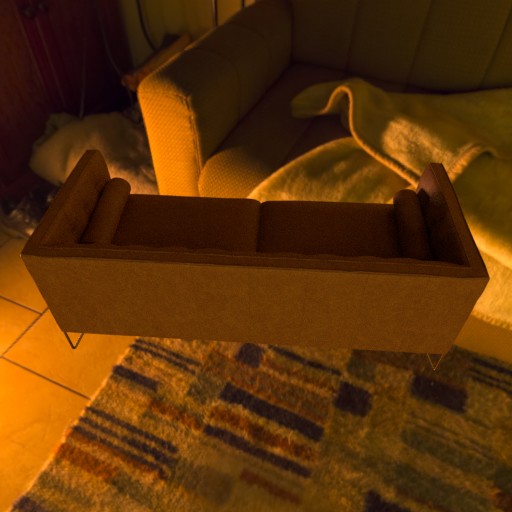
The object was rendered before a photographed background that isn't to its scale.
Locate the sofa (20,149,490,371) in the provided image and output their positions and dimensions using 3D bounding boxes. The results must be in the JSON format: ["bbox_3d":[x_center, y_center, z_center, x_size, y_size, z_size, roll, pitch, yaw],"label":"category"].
[{"bbox_3d":[0.000,0.000,2.506,2.079,0.798,0.912,3,46,3],"label":"sofa"}]
